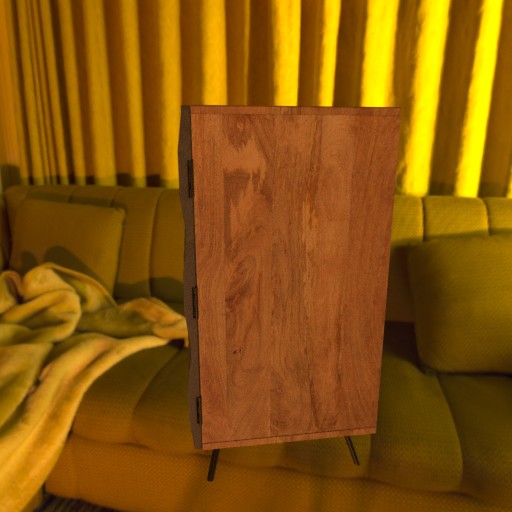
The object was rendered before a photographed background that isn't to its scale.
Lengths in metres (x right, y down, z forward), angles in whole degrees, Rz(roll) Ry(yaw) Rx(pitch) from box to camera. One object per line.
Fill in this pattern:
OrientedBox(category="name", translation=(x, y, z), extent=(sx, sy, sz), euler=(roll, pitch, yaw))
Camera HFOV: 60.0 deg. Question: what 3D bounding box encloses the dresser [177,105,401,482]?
OrientedBox(category="dresser", translation=(0.000, 0.000, 1.420), extent=(0.446, 0.847, 0.967), euler=(-2, 15, -8))
